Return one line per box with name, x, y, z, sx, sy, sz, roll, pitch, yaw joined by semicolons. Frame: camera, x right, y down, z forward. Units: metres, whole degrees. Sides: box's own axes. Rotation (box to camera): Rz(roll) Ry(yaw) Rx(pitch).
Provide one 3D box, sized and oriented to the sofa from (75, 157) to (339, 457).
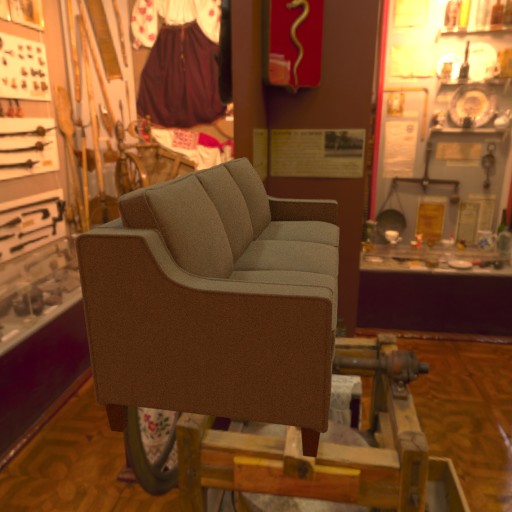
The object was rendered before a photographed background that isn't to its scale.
sofa;0.000;0.000;2.482;0.911;0.974;1.986;3;17;10
